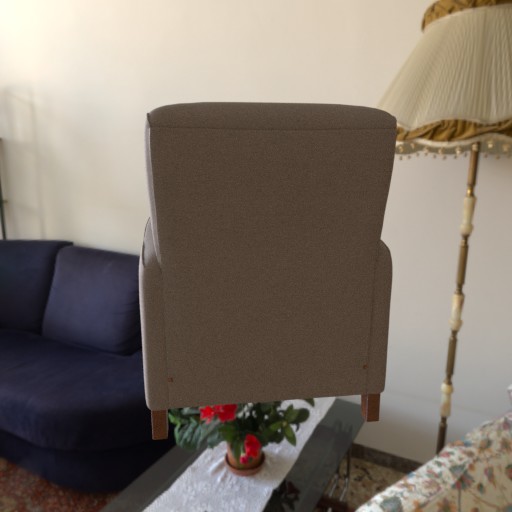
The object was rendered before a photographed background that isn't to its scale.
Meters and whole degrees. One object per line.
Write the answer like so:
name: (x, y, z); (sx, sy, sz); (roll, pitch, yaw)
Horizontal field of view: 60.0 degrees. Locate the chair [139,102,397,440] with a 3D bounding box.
chair: (0.000, 0.000, 1.671); (0.845, 1.023, 0.859); (-2, 13, -8)
